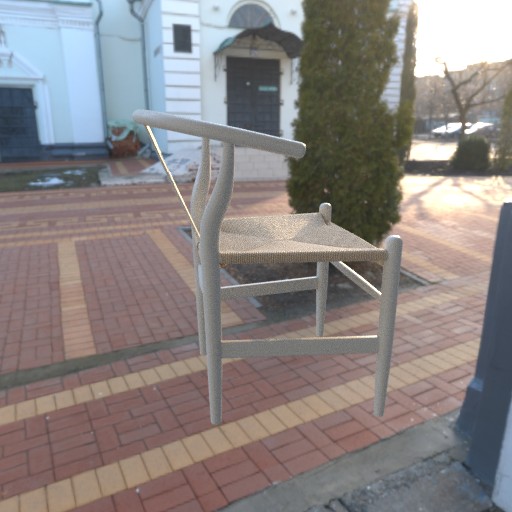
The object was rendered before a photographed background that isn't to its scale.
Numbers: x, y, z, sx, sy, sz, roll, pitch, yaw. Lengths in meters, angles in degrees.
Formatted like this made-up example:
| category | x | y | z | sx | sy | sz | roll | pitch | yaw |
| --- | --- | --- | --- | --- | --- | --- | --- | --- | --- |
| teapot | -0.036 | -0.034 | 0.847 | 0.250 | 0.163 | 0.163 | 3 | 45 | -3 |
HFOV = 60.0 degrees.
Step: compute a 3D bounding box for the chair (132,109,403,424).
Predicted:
| category | x | y | z | sx | sy | sz | roll | pitch | yaw |
| --- | --- | --- | --- | --- | --- | --- | --- | --- | --- |
| chair | 0.000 | 0.000 | 1.172 | 0.579 | 0.730 | 0.569 | -3 | 17 | -11 |
